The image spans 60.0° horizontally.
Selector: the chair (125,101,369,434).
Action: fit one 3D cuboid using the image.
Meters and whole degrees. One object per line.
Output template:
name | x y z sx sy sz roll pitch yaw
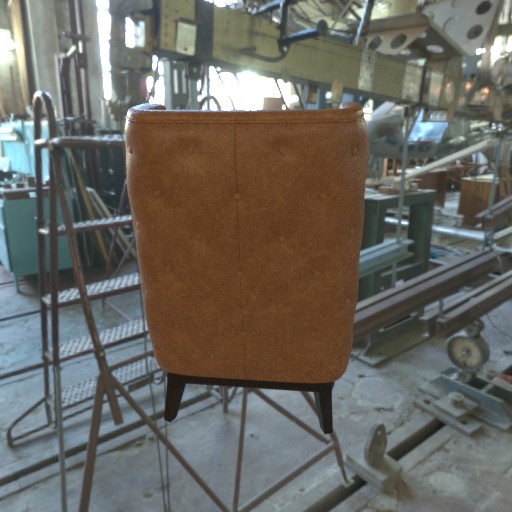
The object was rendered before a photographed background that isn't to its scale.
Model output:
chair | 0.000 0.000 1.669 0.766 1.079 0.899 2 16 6
